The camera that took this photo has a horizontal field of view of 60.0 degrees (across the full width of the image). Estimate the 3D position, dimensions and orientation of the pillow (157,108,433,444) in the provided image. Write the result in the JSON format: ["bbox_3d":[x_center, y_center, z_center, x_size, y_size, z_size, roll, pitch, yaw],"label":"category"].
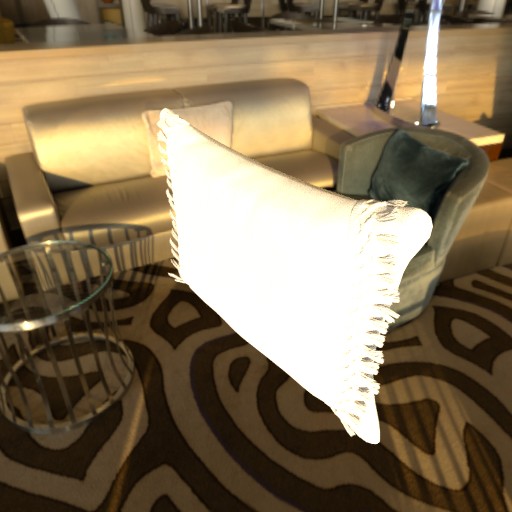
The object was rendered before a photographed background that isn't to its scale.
[{"bbox_3d":[0.000,0.000,0.590,0.084,0.305,0.466,-22,38,-31],"label":"pillow"}]
